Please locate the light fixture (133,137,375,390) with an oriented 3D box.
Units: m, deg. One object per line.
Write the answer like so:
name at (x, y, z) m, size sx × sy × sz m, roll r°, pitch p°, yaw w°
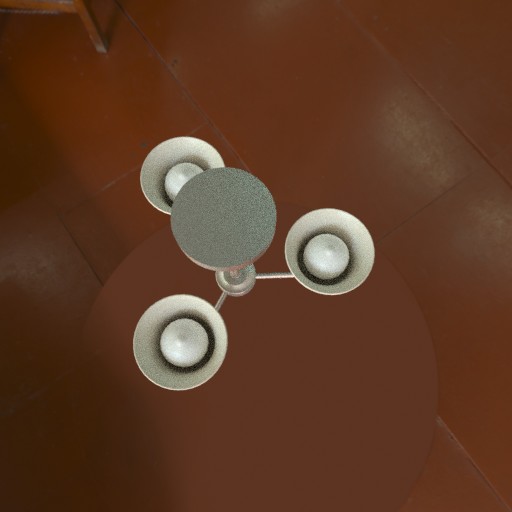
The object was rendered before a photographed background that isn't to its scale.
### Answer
light fixture at (0.000, 0.000, 0.682) m, size 0.354 × 0.370 × 0.388 m, roll -1°, pitch 75°, yaw 0°
